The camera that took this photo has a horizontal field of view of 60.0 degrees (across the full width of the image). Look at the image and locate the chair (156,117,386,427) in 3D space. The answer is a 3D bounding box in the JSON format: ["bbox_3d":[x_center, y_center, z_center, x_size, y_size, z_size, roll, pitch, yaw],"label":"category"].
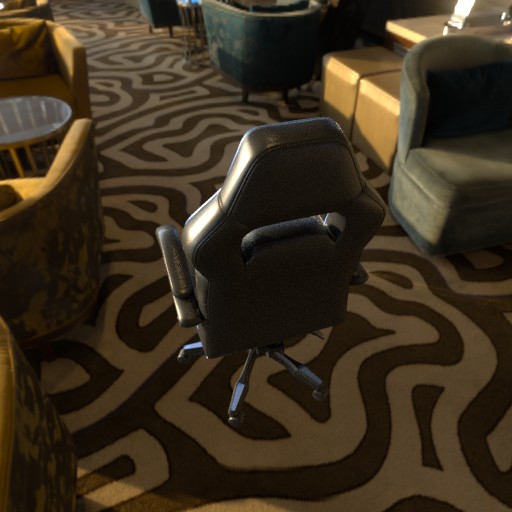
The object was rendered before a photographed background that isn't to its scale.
[{"bbox_3d":[0.000,0.000,1.654,0.700,1.280,0.700,-12,43,-14],"label":"chair"}]
